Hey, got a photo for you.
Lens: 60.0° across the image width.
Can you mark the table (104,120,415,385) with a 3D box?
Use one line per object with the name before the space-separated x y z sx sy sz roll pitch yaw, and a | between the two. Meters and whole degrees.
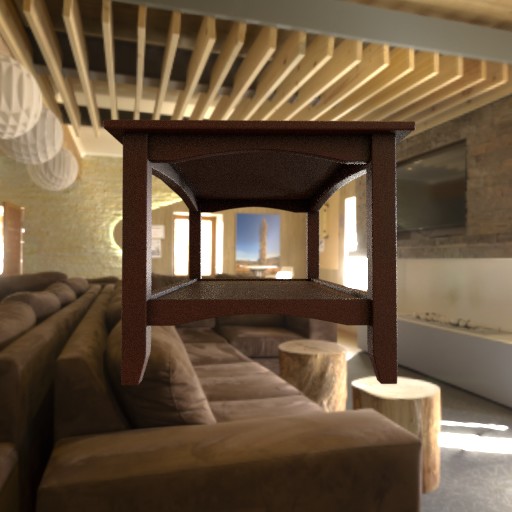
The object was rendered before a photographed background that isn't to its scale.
table | 0.000 0.000 1.223 0.533 0.456 0.943 0 0 -1
